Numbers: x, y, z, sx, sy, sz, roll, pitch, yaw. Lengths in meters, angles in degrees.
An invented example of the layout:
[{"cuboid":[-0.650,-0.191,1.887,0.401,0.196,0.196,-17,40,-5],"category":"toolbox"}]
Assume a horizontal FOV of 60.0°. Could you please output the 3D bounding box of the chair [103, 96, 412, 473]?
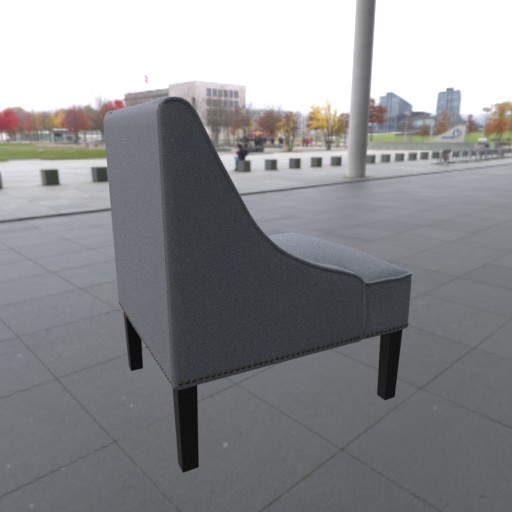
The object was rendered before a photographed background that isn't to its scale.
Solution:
[{"cuboid":[0.000,0.000,1.374,0.747,0.867,0.631,-8,17,-27],"category":"chair"}]
